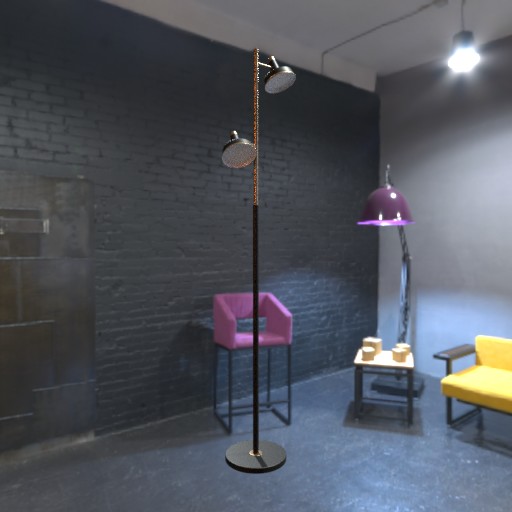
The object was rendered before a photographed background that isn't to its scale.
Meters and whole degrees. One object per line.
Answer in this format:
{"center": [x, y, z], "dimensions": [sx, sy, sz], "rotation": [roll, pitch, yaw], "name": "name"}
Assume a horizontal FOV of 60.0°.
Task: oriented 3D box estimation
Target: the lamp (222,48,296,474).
{"center": [0.000, 0.000, 1.812], "dimensions": [0.351, 1.674, 0.253], "rotation": [-1, 2, -37], "name": "lamp"}
